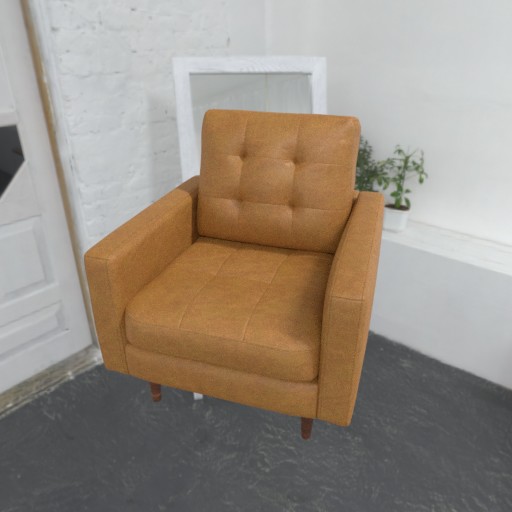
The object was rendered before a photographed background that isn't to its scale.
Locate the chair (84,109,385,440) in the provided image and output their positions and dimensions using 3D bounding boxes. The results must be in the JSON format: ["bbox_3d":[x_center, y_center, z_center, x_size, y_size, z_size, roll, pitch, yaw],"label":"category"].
[{"bbox_3d":[0.000,0.000,1.559,0.831,0.896,0.868,8,29,15],"label":"chair"}]
